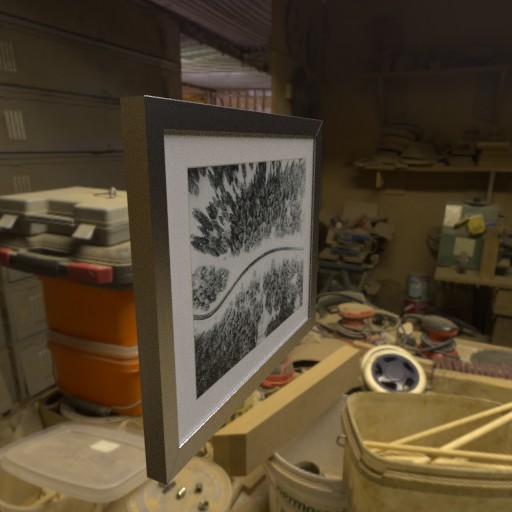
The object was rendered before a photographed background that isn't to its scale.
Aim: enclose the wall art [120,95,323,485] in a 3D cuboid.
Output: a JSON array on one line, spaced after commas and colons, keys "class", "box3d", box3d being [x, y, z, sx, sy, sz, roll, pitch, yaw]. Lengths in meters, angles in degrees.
[{"class": "wall art", "box3d": [0.000, 0.000, 0.741, 0.032, 0.456, 0.557, 7, 16, 26]}]
